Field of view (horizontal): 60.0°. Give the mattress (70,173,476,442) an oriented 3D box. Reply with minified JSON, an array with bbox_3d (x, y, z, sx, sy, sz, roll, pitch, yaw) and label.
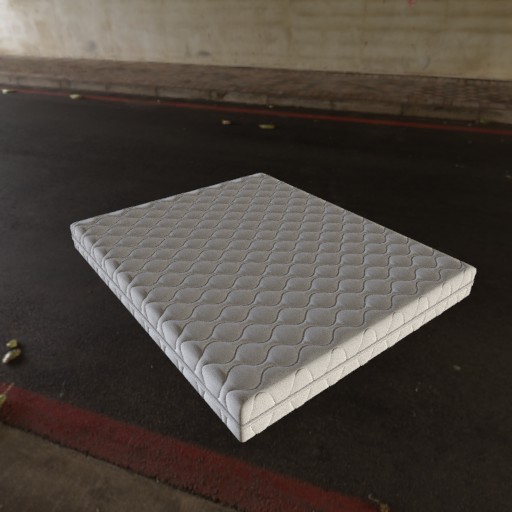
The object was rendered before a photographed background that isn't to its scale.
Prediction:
[{"bbox_3d":[0.000,0.000,2.680,1.600,0.200,1.900,-21,37,-32],"label":"mattress"}]
